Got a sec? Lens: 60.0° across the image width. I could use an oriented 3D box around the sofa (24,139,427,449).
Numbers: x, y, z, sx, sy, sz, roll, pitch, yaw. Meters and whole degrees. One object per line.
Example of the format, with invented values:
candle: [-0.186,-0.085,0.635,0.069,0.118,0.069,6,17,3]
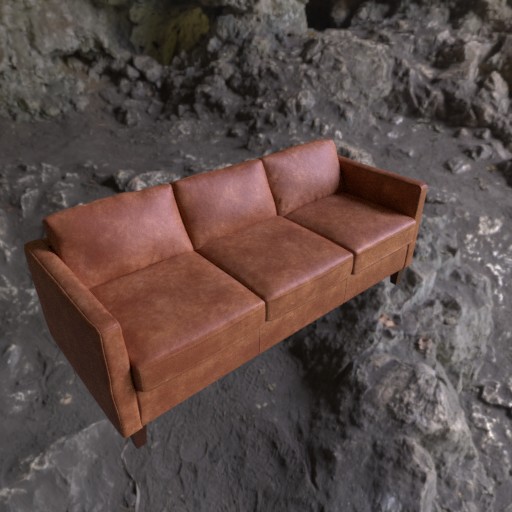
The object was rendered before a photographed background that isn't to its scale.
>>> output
sofa: [0.000,0.000,2.896,2.464,1.006,1.045,-24,38,-34]
